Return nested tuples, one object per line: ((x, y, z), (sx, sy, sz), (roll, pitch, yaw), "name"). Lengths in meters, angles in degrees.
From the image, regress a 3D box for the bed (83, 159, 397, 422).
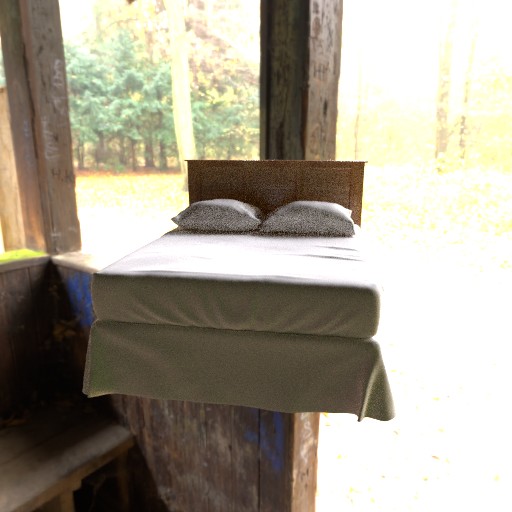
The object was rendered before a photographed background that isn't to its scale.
((0.000, 0.000, 3.216), (1.870, 1.273, 2.035), (2, 15, 9), "bed")
